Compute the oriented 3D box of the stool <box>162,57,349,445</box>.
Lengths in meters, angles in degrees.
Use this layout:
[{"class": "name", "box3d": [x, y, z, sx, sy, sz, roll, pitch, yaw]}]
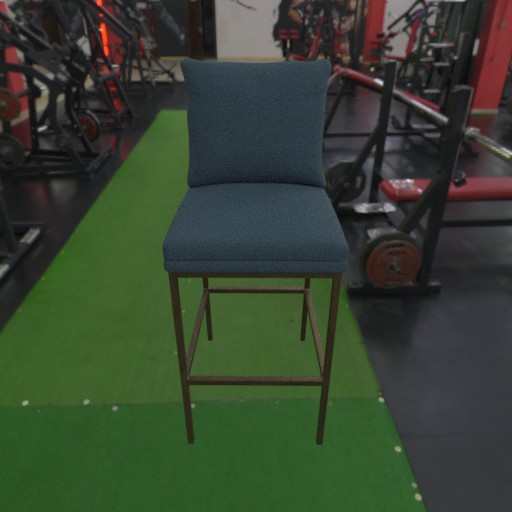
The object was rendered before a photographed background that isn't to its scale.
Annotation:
[{"class": "stool", "box3d": [0.000, 0.000, 1.415, 0.463, 1.124, 0.568, 0, 30, 0]}]
